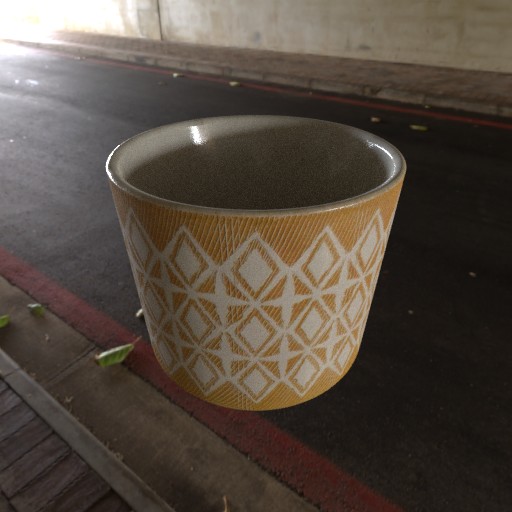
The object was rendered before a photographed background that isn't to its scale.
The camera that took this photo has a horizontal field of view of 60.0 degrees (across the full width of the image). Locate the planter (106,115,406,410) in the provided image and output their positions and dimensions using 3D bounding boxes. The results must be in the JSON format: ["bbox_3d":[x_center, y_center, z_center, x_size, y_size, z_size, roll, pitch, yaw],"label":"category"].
[{"bbox_3d":[0.000,0.000,0.338,0.193,0.165,0.193,0,31,0],"label":"planter"}]
